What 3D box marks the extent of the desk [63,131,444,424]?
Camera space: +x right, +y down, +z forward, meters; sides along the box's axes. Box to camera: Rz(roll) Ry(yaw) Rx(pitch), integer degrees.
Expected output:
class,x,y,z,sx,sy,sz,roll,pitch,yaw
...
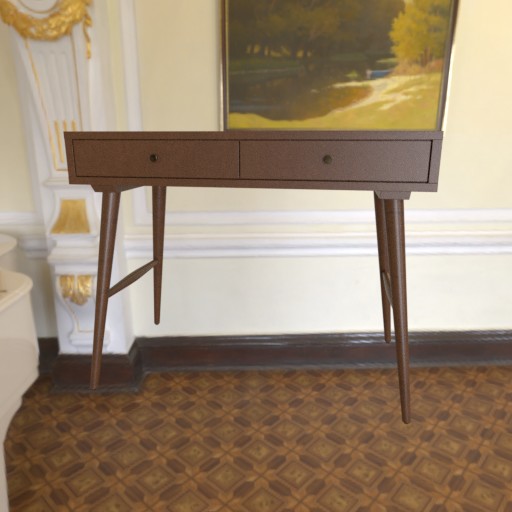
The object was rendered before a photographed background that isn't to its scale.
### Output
class,x,y,z,sx,sy,sz,roll,pitch,yaw
desk,0.000,0.000,1.405,0.949,0.758,0.510,3,16,10
